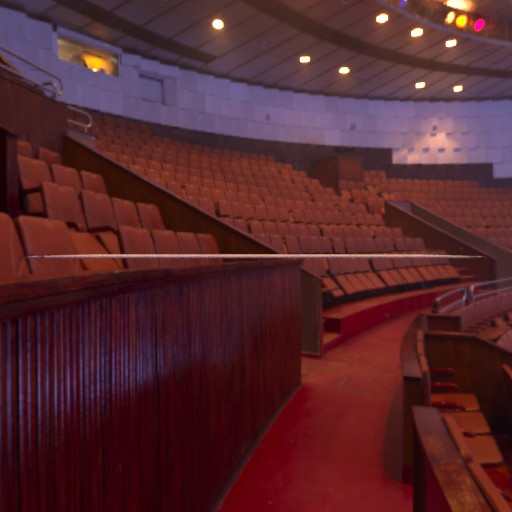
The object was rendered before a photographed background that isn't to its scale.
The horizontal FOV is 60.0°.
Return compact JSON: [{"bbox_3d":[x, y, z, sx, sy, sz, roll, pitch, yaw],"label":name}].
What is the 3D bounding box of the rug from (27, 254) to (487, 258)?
[{"bbox_3d":[0.000,0.000,2.723,2.440,0.013,0.769,0,1,1],"label":"rug"}]
